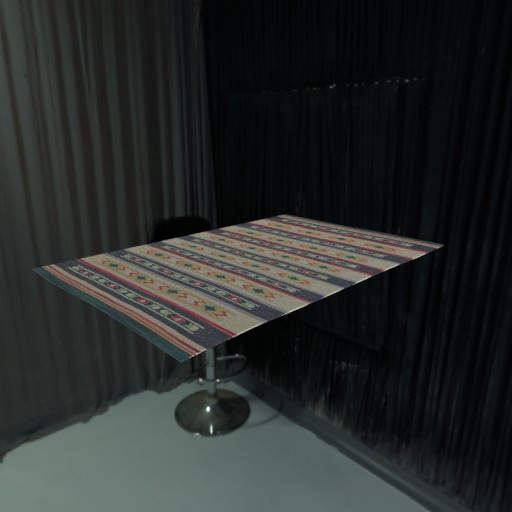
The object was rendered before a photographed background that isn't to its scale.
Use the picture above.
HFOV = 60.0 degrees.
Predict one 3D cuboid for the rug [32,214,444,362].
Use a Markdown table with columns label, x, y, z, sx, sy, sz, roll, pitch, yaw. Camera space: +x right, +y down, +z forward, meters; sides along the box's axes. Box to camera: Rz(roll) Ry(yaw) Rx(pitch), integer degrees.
| label | x | y | z | sx | sy | sz | roll | pitch | yaw |
| --- | --- | --- | --- | --- | --- | --- | --- | --- | --- |
| rug | 0.000 | 0.000 | 2.933 | 2.311 | 0.010 | 1.522 | -16 | 23 | -42 |
